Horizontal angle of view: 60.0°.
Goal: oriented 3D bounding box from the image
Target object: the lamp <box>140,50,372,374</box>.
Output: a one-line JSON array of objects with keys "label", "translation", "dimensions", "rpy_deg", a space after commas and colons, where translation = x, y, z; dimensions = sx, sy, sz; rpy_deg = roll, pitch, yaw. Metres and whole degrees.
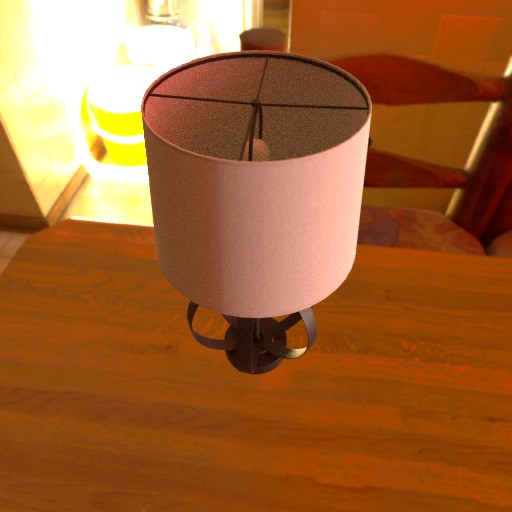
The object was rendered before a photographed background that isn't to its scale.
[{"label": "lamp", "translation": [0.000, 0.000, 0.673], "dimensions": [0.286, 0.510, 0.286], "rpy_deg": [0, 47, 0]}]
